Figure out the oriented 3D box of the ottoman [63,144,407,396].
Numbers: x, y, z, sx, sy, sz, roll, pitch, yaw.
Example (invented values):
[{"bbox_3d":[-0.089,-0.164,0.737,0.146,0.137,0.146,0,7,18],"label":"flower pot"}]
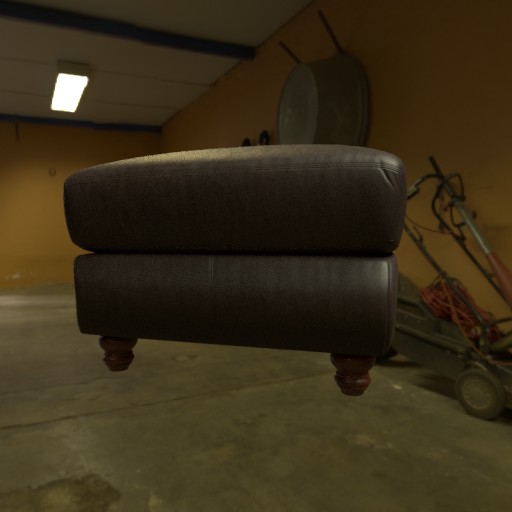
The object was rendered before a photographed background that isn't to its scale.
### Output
[{"bbox_3d":[0.000,0.000,1.262,0.806,0.569,0.670,1,2,17],"label":"ottoman"}]
